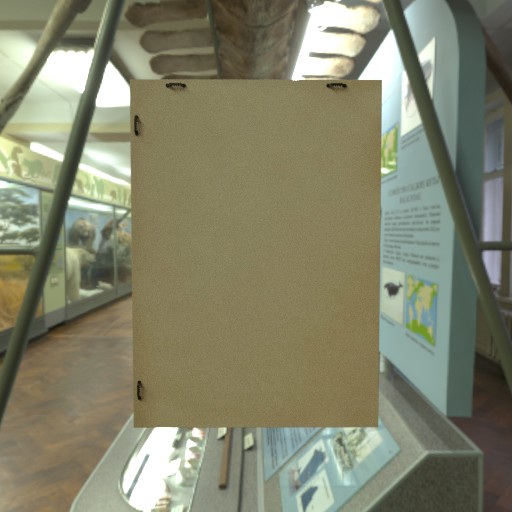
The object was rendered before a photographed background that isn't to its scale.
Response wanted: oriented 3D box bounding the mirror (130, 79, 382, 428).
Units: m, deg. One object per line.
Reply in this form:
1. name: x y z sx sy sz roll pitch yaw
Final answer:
1. mirror: 0.000 0.000 0.918 0.507 0.710 0.039 0 2 0
